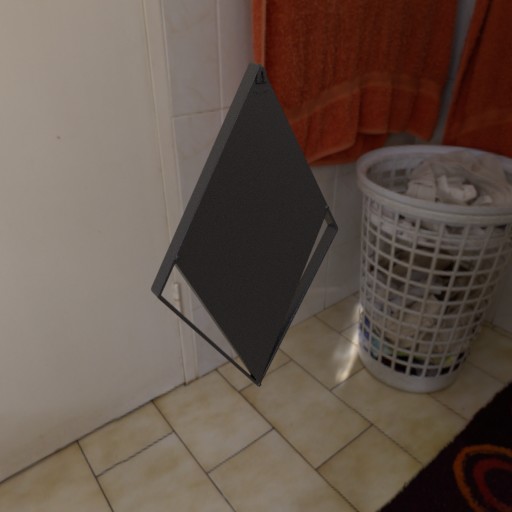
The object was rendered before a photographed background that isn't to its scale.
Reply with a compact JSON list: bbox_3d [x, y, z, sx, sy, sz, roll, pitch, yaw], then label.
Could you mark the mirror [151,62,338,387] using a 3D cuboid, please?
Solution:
[{"bbox_3d":[0.000,0.000,0.846,0.419,0.679,0.032,-20,36,-31],"label":"mirror"}]
